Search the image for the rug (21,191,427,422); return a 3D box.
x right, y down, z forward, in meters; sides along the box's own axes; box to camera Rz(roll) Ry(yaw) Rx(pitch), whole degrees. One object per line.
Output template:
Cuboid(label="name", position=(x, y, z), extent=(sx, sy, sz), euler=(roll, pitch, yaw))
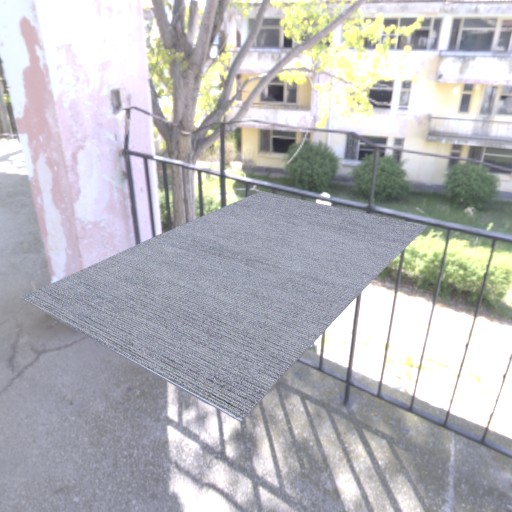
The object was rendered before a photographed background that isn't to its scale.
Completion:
Cuboid(label="rug", position=(0.000, 0.000, 2.203), extent=(1.159, 0.021, 1.789), euler=(17, 31, 31))
